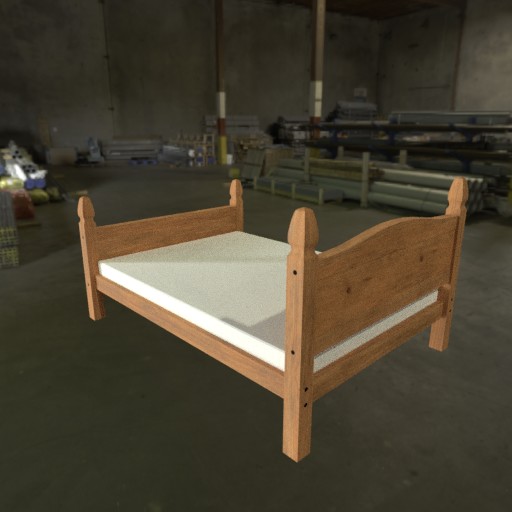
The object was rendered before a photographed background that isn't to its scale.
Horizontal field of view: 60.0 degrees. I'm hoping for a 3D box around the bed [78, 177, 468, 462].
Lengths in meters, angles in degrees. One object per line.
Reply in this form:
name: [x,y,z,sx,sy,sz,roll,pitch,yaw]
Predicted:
bed: [0.000,0.000,2.955,1.490,1.100,2.069,-15,23,-41]
